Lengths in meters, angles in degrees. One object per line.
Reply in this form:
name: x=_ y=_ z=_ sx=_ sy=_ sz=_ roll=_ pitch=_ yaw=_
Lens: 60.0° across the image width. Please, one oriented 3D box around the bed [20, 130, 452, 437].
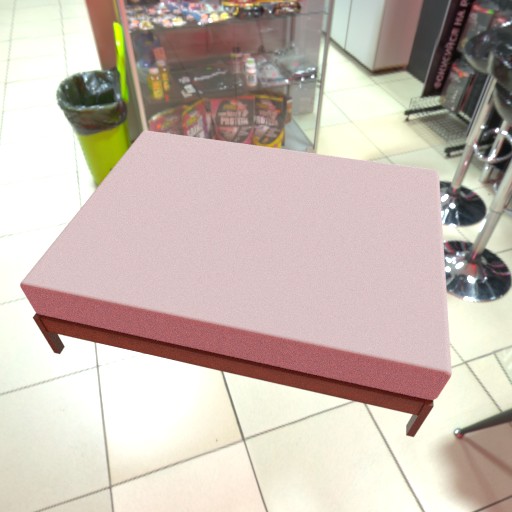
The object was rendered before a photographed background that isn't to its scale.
bed: x=0.000 y=0.000 z=2.708 sx=2.050 sy=0.593 sz=1.529 roll=10 pitch=47 yaw=10
